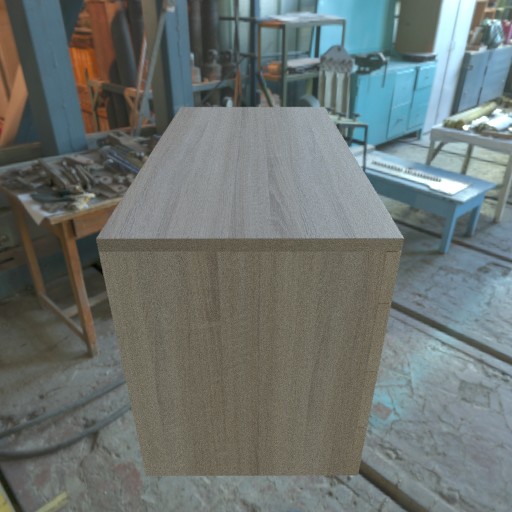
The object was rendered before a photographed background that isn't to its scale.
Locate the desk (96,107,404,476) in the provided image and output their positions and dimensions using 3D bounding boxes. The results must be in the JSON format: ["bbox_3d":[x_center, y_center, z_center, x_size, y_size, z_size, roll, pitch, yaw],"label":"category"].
[{"bbox_3d":[0.000,0.000,1.486,0.600,0.731,1.100,0,31,0],"label":"desk"}]
